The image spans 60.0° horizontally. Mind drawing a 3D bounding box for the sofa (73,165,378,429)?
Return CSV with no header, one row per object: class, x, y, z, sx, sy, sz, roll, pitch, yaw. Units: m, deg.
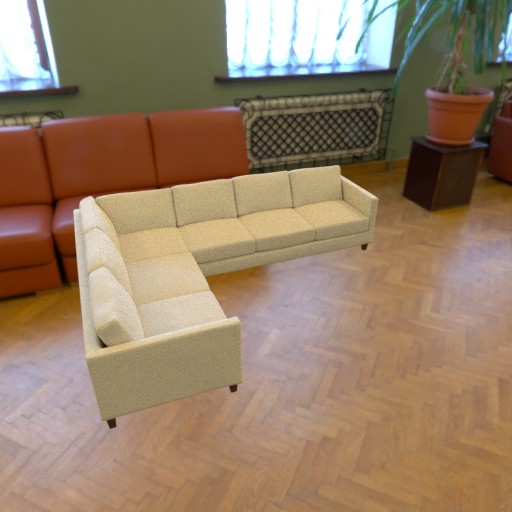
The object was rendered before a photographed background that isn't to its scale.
sofa,0.000,0.000,4.290,3.182,0.863,2.432,-11,32,-19
